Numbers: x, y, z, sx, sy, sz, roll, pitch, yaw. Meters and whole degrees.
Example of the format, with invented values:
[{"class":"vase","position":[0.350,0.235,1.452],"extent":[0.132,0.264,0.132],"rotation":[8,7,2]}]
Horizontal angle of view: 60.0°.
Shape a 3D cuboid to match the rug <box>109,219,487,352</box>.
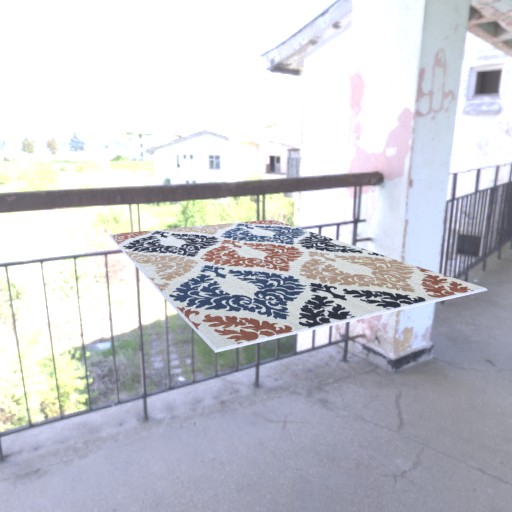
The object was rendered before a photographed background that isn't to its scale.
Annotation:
[{"class":"rug","position":[0.000,0.000,2.924],"extent":[1.514,0.014,2.275],"rotation":[-7,17,-26]}]
